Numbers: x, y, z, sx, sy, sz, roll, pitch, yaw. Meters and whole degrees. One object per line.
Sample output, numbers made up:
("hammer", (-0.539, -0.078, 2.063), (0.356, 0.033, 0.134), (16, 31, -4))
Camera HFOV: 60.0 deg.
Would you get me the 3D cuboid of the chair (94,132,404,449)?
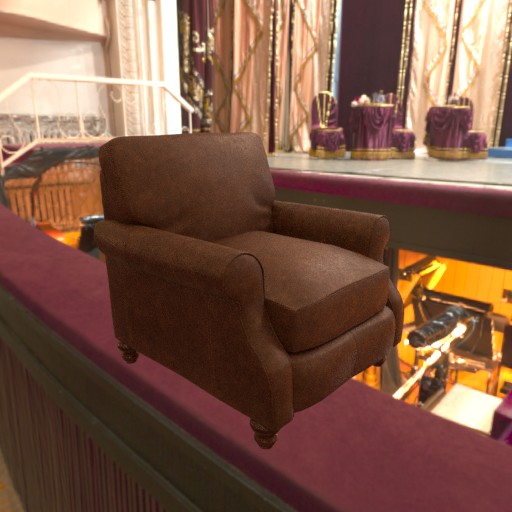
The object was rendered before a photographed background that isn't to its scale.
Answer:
("chair", (0.000, 0.000, 1.802), (1.002, 0.976, 0.996), (14, 20, 41))
